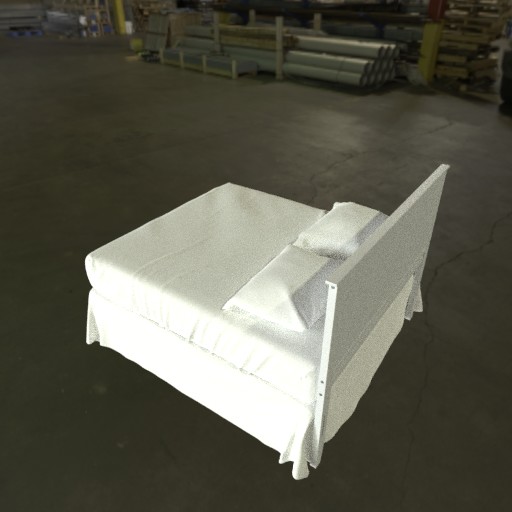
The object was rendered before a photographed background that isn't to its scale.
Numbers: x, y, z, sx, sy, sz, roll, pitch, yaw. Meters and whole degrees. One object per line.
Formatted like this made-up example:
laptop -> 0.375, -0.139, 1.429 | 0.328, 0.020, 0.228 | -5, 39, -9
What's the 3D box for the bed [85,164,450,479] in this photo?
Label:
bed -> 0.000, 0.000, 3.157 | 2.047, 1.269, 1.876 | 20, 37, 29
